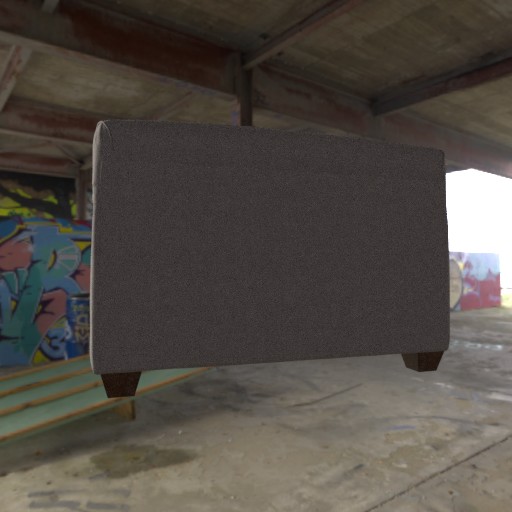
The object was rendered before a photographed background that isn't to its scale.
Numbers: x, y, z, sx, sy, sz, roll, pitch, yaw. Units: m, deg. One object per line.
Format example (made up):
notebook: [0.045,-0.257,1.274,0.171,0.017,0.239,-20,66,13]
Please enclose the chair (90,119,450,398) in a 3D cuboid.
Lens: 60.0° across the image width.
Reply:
chair: [0.000,0.000,2.059,1.395,0.953,0.992,0,-1,-17]
